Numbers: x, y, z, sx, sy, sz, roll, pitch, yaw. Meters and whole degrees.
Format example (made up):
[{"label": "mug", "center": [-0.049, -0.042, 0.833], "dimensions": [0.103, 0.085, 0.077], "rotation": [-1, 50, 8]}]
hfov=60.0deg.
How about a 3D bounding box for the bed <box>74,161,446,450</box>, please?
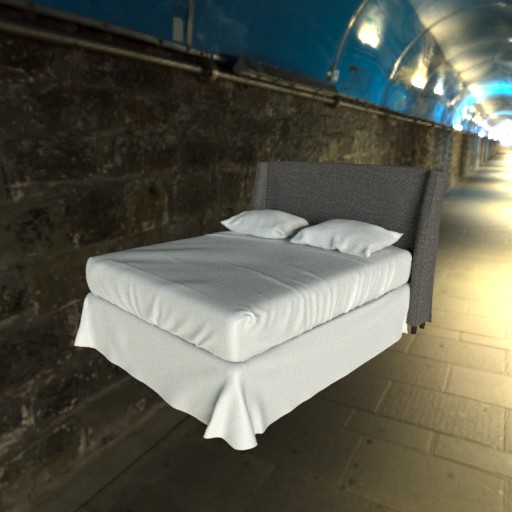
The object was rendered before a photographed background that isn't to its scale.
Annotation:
[{"label": "bed", "center": [0.000, 0.000, 3.429], "dimensions": [1.925, 1.332, 2.276], "rotation": [14, 20, 43]}]
